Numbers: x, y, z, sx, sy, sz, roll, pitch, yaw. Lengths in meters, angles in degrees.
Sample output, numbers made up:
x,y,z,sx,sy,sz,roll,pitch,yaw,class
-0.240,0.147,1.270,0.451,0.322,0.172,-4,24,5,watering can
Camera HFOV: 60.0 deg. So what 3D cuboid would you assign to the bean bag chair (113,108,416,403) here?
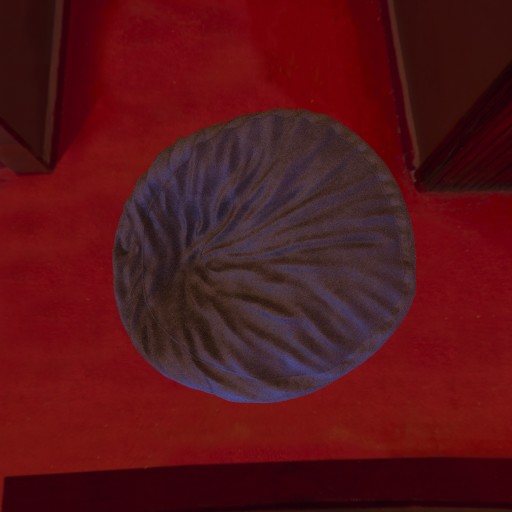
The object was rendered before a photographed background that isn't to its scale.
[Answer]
x,y,z,sx,sy,sz,roll,pitch,yaw,class
0.000,0.000,1.986,1.245,0.821,1.245,0,77,0,bean bag chair
